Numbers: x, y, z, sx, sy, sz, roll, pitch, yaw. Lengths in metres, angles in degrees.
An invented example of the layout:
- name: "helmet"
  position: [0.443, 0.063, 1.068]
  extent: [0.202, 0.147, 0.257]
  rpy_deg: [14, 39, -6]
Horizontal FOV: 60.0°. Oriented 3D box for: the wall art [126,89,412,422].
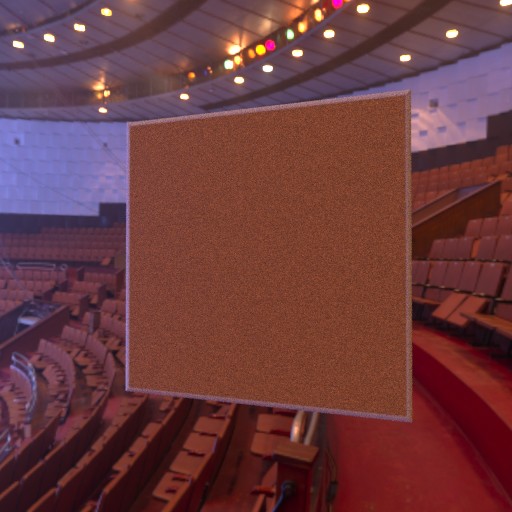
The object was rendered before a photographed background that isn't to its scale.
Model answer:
- name: "wall art"
  position: [0.000, 0.000, 1.160]
  extent: [0.768, 0.765, 0.041]
  rpy_deg: [0, -1, 19]
